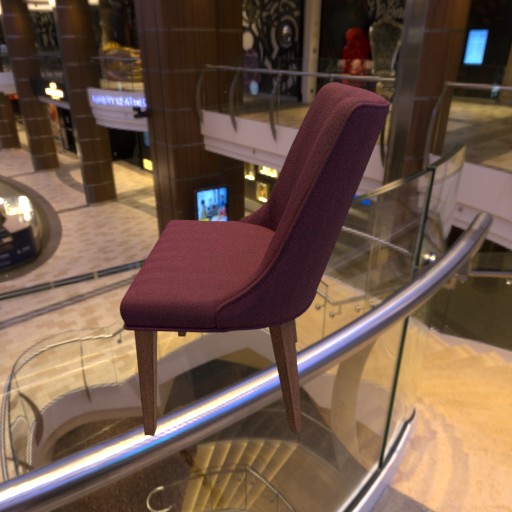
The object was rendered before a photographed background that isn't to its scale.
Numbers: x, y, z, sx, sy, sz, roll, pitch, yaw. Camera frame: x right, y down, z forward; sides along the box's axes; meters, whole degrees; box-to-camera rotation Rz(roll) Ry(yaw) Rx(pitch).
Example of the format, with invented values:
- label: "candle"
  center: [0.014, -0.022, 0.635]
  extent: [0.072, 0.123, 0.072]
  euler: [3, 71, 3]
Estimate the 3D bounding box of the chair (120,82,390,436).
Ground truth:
- label: "chair"
  center: [0.000, 0.000, 1.287]
  extent: [0.638, 0.916, 0.548]
  euler: [1, 26, 2]
